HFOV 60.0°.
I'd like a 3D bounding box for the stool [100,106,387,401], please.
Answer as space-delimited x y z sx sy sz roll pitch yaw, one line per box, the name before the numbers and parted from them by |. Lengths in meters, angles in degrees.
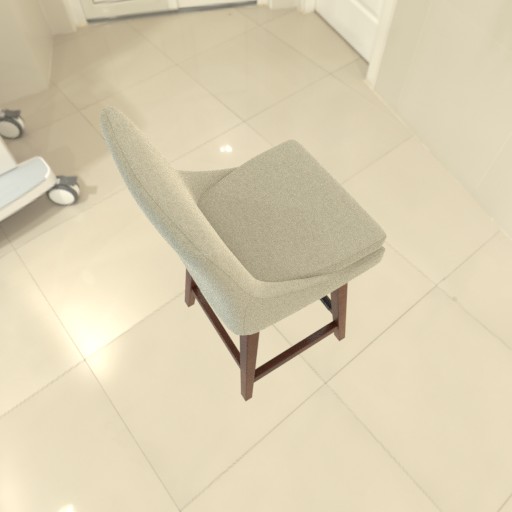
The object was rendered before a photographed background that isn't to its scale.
stool | 0.000 0.000 1.308 0.559 0.991 0.469 -28 62 -17
